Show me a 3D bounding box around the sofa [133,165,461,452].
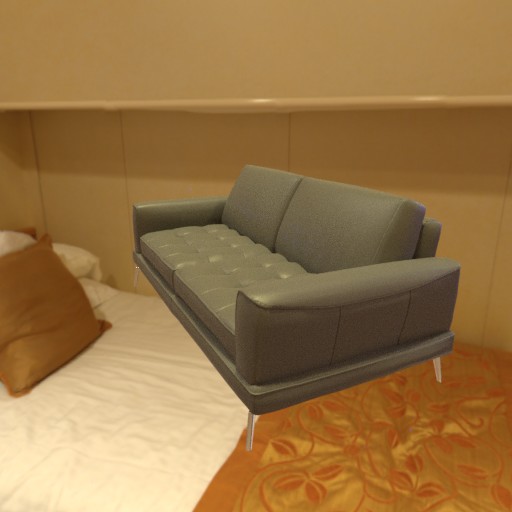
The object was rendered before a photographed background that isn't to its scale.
[{"bbox_3d":[0.000,0.000,2.709,1.121,0.930,2.177,-8,19,-25],"label":"sofa"}]
